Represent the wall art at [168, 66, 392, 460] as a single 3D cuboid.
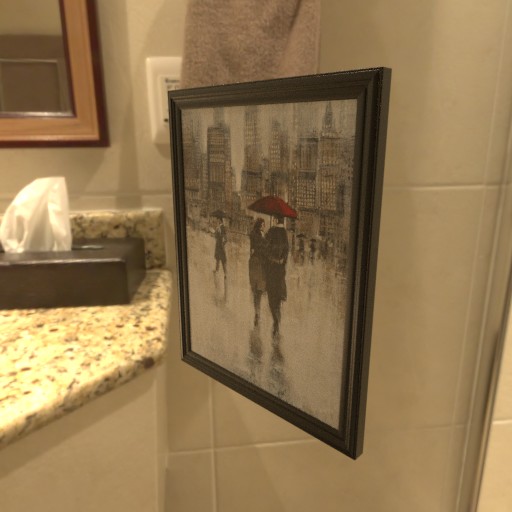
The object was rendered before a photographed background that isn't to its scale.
[{"bbox_3d":[0.000,0.000,1.622,0.950,1.194,0.053,15,21,43],"label":"wall art"}]
